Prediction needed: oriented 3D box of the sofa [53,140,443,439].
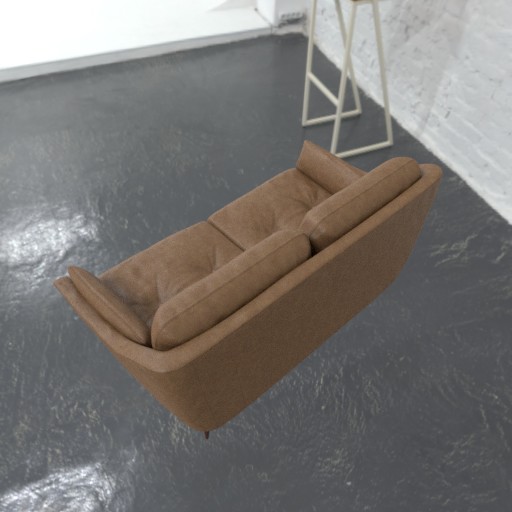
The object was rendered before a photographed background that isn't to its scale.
[{"bbox_3d":[0.000,0.000,2.279,1.731,0.886,0.981,-33,56,-27],"label":"sofa"}]
